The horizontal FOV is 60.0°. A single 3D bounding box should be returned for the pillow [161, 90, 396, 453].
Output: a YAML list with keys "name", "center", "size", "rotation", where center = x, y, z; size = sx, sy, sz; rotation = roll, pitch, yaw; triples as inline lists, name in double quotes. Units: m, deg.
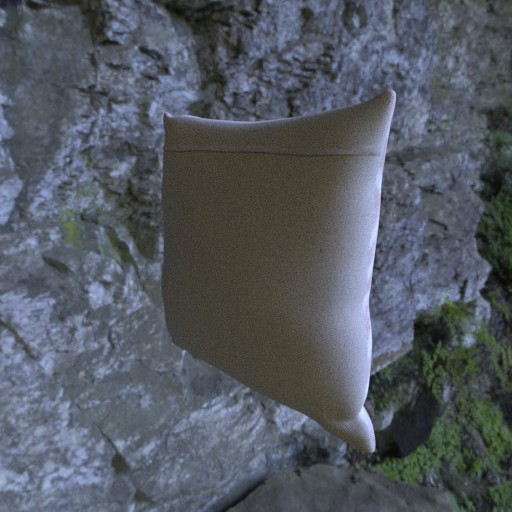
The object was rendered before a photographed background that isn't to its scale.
- name: "pillow"
  center: [0.000, 0.000, 0.665]
  size: [0.440, 0.441, 0.182]
  rotation: [14, 20, 43]
